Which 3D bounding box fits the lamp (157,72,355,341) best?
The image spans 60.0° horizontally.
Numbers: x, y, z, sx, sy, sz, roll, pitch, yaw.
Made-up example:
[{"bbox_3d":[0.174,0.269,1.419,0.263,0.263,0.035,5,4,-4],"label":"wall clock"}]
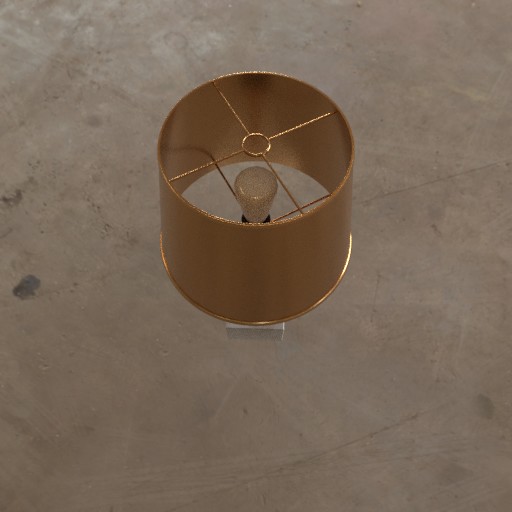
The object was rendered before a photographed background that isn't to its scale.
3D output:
[{"bbox_3d":[0.000,0.000,0.532,0.208,0.406,0.208,0,63,0],"label":"lamp"}]
